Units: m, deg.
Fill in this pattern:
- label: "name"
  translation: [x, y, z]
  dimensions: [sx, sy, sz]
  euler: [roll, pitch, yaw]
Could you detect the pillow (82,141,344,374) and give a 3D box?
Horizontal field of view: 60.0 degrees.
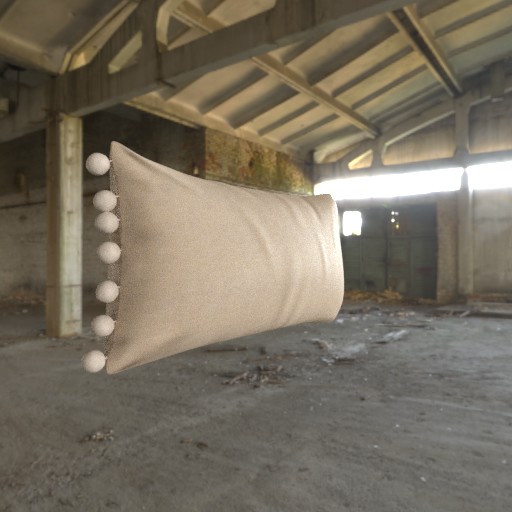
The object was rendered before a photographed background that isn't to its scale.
- label: "pillow"
  translation: [0.000, 0.000, 0.836]
  dimensions: [0.201, 0.322, 0.709]
  euler: [-1, -1, 35]
